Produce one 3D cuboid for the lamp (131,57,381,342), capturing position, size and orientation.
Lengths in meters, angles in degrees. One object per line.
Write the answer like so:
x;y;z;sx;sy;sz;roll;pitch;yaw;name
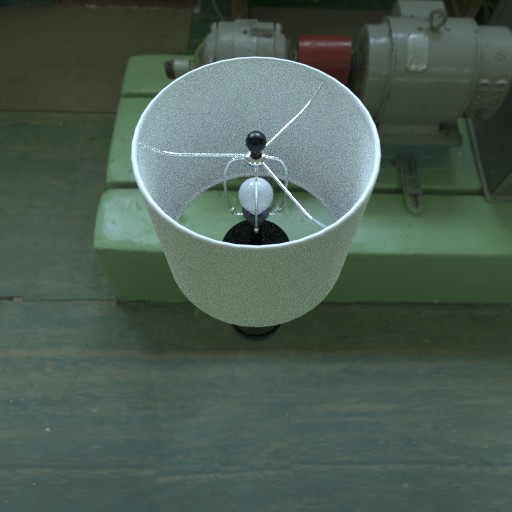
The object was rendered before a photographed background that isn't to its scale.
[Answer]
0.000;0.000;0.814;0.305;0.634;0.305;-1;63;0;lamp
